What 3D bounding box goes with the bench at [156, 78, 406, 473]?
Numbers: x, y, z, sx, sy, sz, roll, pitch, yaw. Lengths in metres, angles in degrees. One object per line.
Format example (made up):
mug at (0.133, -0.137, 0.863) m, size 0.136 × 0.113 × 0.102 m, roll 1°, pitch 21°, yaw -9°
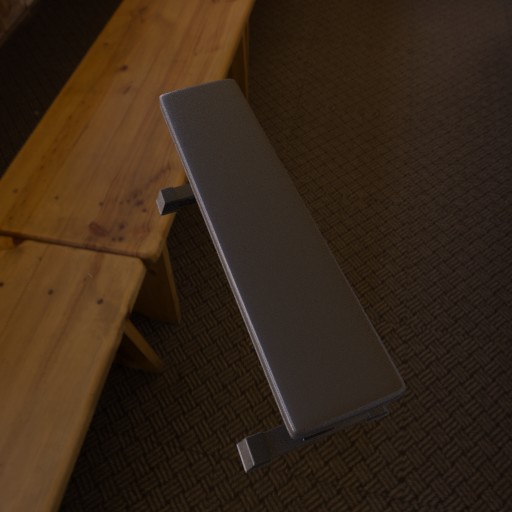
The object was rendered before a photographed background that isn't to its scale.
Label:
bench at (0.000, 0.000, 1.300) m, size 0.439 × 0.453 × 1.072 m, roll -18°, pitch 59°, yaw -11°
